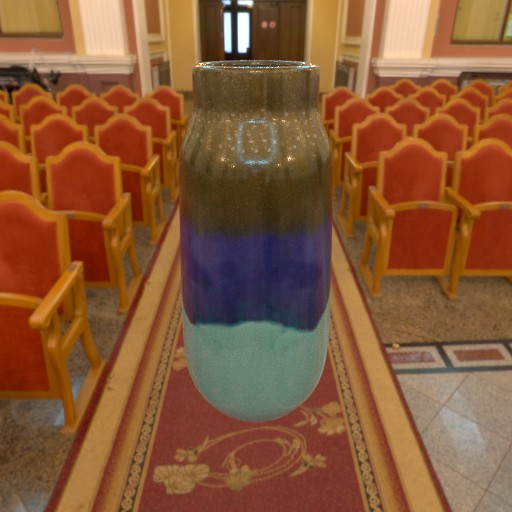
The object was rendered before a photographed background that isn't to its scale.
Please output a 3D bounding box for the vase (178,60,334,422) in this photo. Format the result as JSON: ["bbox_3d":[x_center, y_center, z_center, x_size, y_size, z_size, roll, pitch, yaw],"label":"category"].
[{"bbox_3d":[0.000,0.000,0.392,0.139,0.313,0.139,0,26,0],"label":"vase"}]
